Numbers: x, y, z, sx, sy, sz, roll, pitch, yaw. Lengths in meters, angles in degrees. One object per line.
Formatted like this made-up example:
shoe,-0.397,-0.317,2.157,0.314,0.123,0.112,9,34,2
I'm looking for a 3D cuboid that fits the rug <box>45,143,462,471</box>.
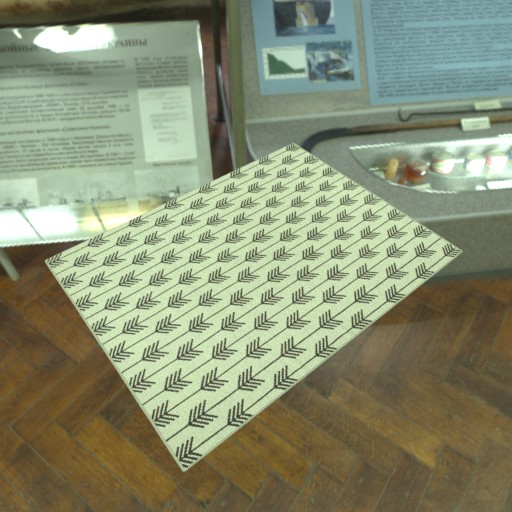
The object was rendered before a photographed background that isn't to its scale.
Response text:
rug,0.000,0.000,4.066,3.061,0.010,2.330,-31,54,-25
